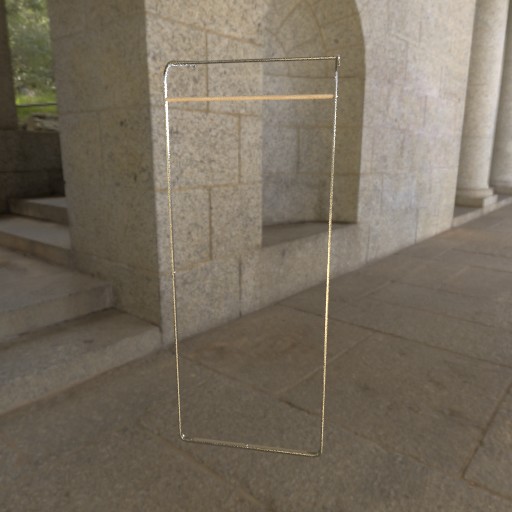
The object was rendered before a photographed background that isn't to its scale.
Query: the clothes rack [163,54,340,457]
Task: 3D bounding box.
[{"bbox_3d":[0.000,0.000,1.821,0.609,1.574,0.349,2,14,10],"label":"clothes rack"}]
